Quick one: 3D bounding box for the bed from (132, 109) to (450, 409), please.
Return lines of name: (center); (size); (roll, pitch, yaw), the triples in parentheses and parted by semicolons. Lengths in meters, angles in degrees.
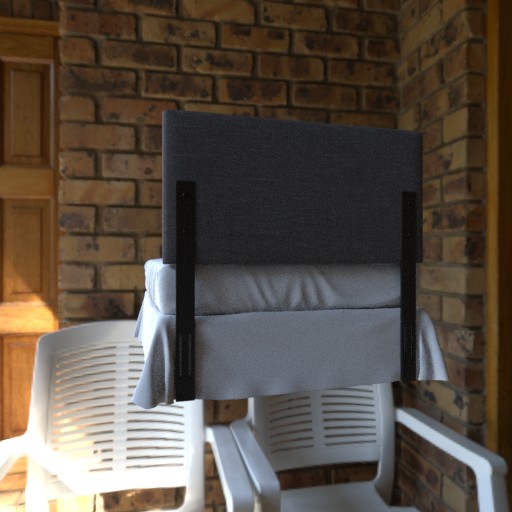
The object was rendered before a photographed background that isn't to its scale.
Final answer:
bed: (0.000, 0.000, 3.563); (1.936, 1.577, 2.222); (0, 0, -16)
